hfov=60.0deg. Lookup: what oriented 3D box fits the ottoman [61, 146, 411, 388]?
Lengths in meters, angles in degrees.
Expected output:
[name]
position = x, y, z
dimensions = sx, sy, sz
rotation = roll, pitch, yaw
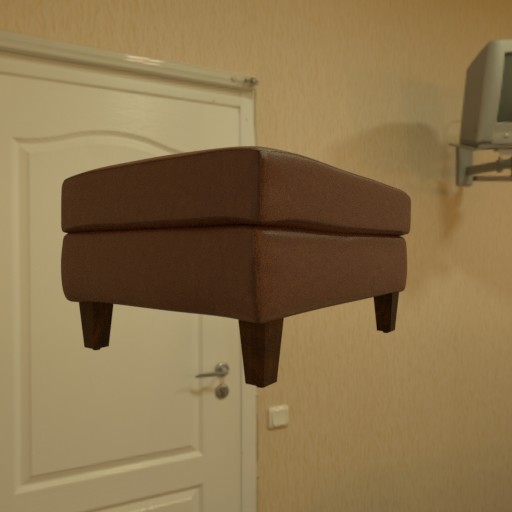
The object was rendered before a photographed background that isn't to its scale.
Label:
[ottoman]
position = 0.000, 0.000, 1.264
dimensions = 0.650, 0.485, 0.851
rotation = 1, 1, 36
